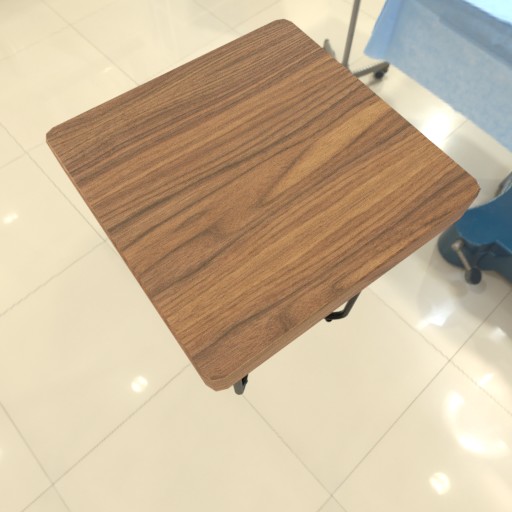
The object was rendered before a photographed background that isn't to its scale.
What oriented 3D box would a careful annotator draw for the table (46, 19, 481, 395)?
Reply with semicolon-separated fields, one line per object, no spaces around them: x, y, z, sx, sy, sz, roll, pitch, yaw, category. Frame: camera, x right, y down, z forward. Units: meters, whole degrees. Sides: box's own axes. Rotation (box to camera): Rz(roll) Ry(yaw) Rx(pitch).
0.000;0.000;0.949;0.480;0.641;0.479;-33;68;-15;table
